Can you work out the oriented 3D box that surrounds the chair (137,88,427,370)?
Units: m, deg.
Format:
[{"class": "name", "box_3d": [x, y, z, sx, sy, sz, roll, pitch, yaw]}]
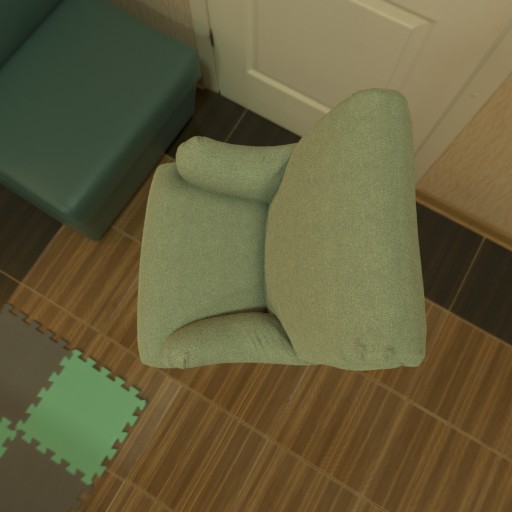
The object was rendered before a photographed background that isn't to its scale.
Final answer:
[{"class": "chair", "box_3d": [0.000, 0.000, 1.924, 1.060, 1.178, 0.964, 1, 75, 0]}]
